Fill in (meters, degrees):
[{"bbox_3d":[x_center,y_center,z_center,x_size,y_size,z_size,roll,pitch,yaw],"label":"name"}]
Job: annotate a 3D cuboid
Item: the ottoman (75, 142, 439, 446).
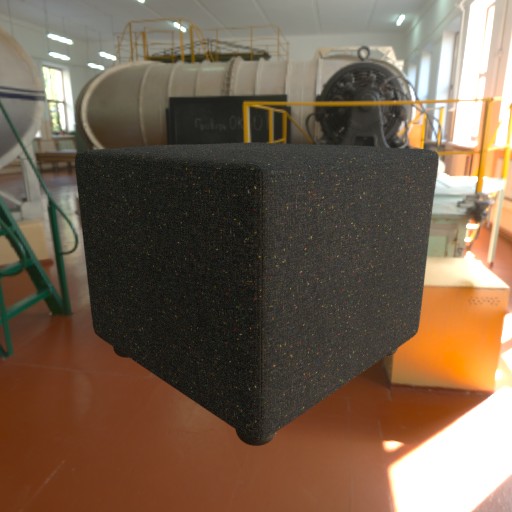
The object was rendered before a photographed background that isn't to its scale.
[{"bbox_3d":[0.000,0.000,0.889,0.508,0.432,0.508,15,22,43],"label":"ottoman"}]
